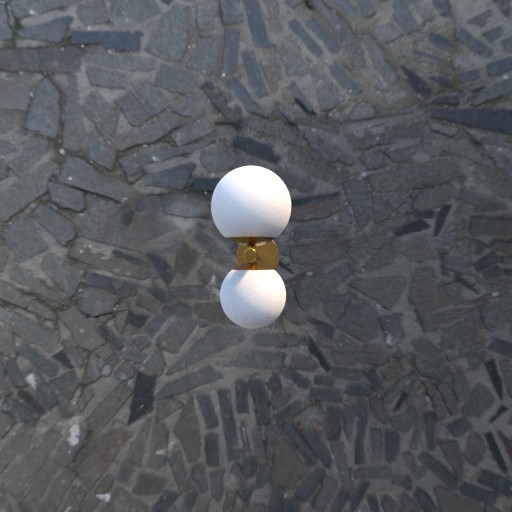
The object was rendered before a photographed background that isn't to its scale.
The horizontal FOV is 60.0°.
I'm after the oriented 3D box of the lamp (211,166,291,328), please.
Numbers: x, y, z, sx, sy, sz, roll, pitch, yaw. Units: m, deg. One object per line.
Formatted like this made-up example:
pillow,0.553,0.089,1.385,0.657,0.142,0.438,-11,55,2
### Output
lamp,0.000,0.000,1.775,0.249,1.641,0.419,0,90,1
